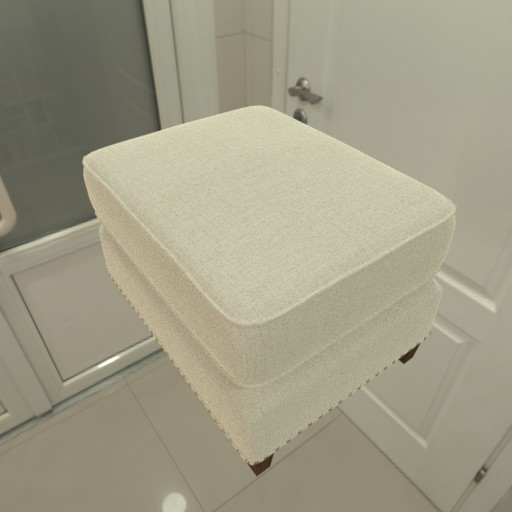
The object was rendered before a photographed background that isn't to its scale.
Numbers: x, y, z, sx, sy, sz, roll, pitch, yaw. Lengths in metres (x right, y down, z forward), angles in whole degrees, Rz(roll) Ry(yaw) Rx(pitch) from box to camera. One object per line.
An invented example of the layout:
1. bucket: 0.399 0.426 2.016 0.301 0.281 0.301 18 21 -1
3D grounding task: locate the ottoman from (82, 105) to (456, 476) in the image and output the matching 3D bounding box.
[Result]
1. ottoman: 0.000 0.000 1.121 0.589 0.537 0.738 -26 46 -27
